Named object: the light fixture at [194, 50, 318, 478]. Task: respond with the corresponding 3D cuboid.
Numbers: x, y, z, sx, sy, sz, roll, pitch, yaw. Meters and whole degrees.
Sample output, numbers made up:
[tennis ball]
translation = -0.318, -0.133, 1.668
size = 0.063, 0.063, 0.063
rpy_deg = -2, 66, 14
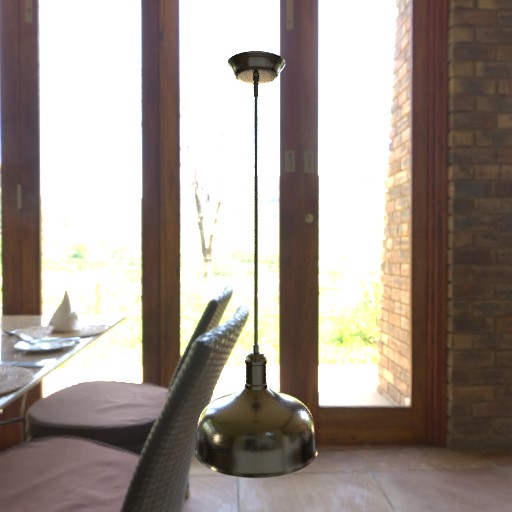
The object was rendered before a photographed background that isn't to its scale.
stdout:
[light fixture]
translation = 0.000, 0.000, 1.081
size = 0.299, 0.935, 0.299
rpy_deg = 0, 0, 1
